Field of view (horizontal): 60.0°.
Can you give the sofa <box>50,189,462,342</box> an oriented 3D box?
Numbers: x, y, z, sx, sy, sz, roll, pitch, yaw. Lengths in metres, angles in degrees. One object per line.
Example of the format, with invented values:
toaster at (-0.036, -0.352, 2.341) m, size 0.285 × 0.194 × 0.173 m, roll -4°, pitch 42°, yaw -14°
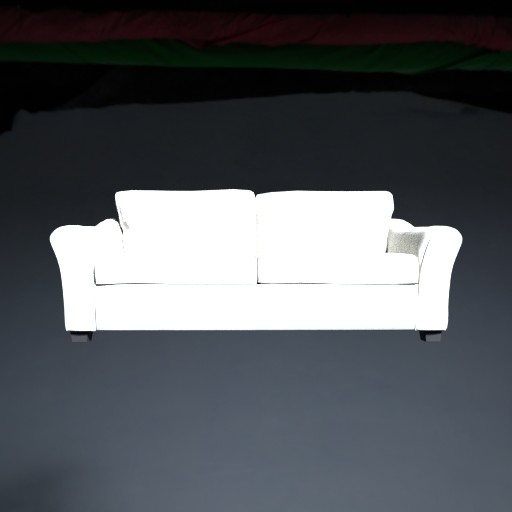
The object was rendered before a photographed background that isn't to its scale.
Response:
sofa at (0.000, 0.000, 2.834) m, size 2.270 × 0.965 × 0.980 m, roll 0°, pitch -2°, yaw -1°
